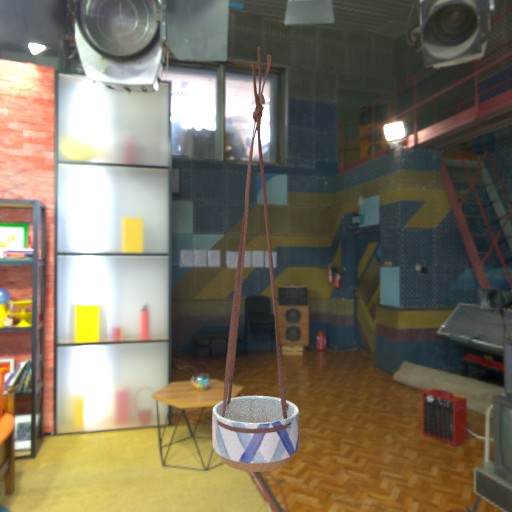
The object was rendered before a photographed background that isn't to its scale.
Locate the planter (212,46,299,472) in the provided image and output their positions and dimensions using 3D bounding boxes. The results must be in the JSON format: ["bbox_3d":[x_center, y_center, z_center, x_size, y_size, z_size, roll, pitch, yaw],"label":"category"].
[{"bbox_3d":[0.000,0.000,0.841,0.166,0.751,0.166,-1,-1,35],"label":"planter"}]
